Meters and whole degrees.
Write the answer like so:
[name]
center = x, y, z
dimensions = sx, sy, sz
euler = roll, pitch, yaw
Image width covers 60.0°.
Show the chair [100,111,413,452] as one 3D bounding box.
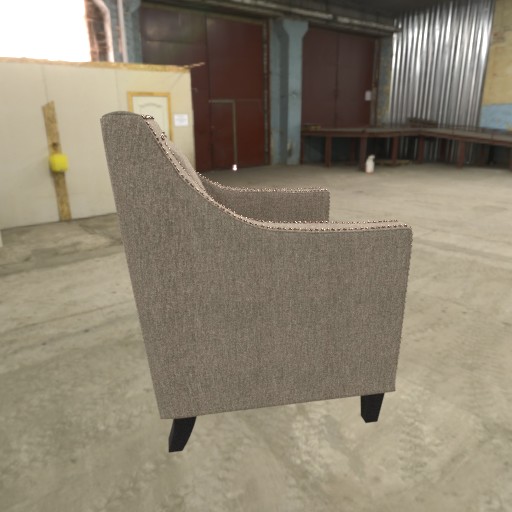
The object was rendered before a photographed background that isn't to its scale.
[chair]
center = 0.000, 0.000, 1.578
dimensions = 0.884, 0.967, 0.776
euler = -3, 17, -11
